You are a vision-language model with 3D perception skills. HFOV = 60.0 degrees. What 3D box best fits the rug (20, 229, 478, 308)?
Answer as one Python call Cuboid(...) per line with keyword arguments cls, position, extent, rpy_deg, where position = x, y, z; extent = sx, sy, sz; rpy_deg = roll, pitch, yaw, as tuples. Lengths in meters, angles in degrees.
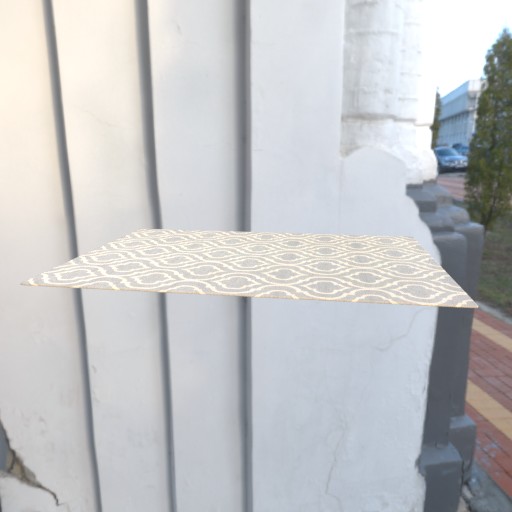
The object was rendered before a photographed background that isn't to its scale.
Cuboid(cls="rug", position=(0.000, 0.000, 2.673), extent=(2.080, 0.010, 1.451), rpy_deg=(2, 14, 8))
